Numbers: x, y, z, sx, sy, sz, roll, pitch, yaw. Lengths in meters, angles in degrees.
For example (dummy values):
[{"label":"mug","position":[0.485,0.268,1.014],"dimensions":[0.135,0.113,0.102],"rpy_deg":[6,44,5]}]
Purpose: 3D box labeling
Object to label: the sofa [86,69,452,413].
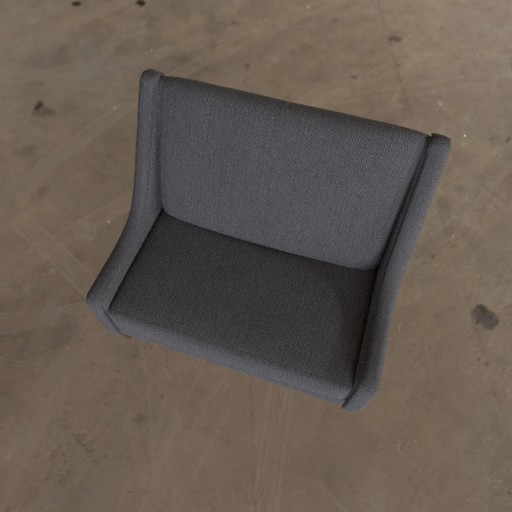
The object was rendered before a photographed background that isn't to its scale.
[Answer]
[{"label":"sofa","position":[0.000,0.000,1.911],"dimensions":[1.242,1.022,0.873],"rpy_deg":[16,61,9]}]
